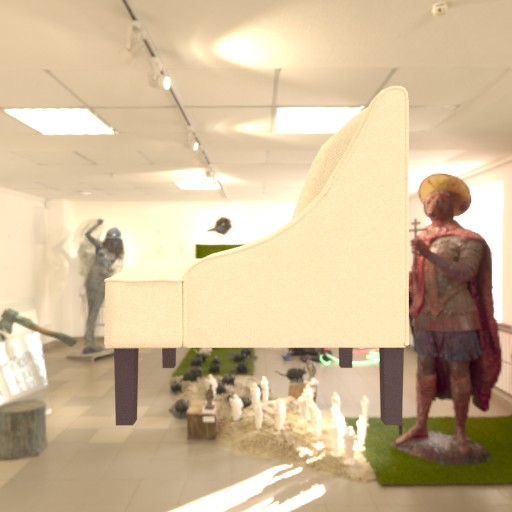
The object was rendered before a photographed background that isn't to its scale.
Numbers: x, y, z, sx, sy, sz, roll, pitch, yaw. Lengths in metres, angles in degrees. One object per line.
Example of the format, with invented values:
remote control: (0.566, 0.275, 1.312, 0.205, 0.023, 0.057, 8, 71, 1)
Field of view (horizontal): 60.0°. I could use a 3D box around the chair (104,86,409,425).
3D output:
chair: (0.000, 0.000, 1.477, 0.806, 0.886, 0.689, 0, 0, 0)
